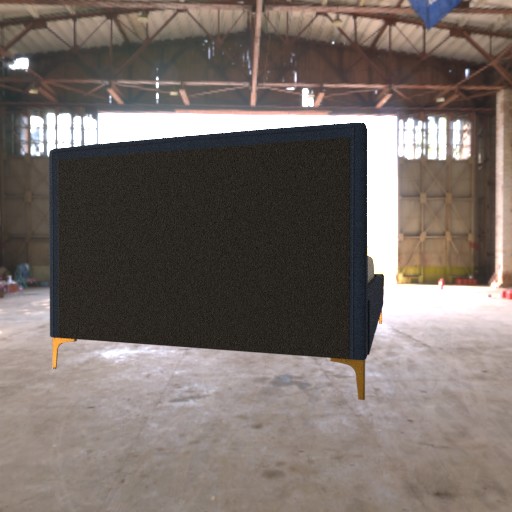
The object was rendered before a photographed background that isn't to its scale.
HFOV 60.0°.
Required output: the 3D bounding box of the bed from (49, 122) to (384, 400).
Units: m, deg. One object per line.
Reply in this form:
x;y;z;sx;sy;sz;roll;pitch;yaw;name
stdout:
0.000;0.000;3.204;1.723;1.231;2.172;0;1;18;bed
